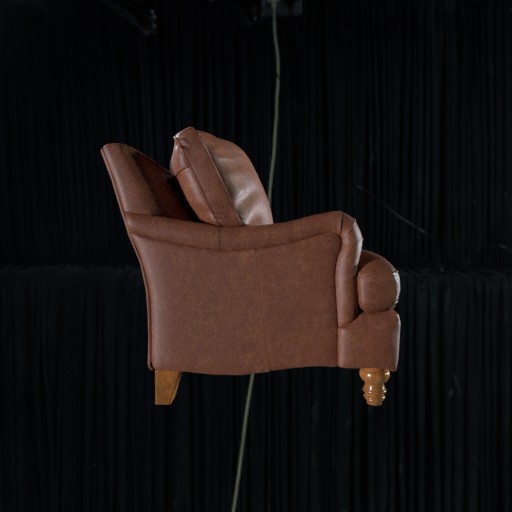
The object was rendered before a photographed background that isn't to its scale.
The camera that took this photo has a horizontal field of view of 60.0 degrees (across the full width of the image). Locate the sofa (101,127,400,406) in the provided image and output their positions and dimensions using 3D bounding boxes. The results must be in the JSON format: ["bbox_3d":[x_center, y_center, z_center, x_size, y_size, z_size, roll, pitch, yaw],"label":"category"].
[{"bbox_3d":[0.000,0.000,2.678,1.147,1.071,2.144,0,2,1],"label":"sofa"}]
